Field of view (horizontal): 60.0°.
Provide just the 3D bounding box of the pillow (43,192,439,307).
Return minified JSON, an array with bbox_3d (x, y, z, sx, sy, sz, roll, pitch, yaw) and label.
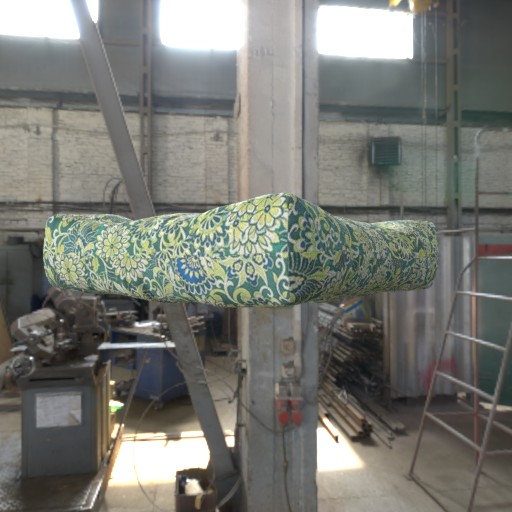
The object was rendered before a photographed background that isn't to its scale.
[{"bbox_3d":[0.000,0.000,0.726,0.468,0.128,0.490,0,-1,37],"label":"pillow"}]
